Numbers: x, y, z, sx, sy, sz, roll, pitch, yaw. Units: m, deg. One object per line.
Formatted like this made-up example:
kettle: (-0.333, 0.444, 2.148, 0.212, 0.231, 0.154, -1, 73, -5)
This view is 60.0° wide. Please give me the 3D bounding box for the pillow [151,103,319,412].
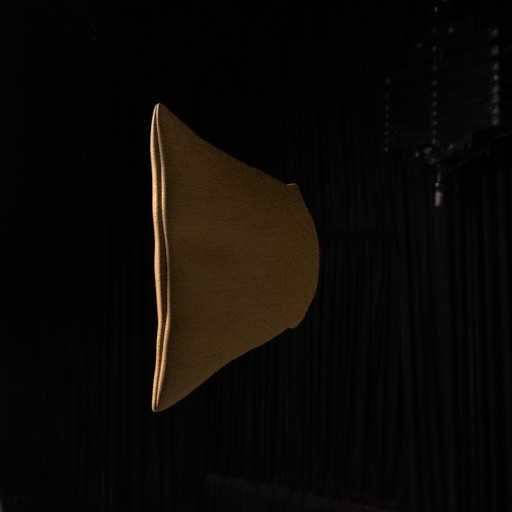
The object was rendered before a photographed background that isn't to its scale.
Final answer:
pillow: (0.000, 0.000, 0.797, 0.210, 0.354, 0.634, 0, 1, 19)
